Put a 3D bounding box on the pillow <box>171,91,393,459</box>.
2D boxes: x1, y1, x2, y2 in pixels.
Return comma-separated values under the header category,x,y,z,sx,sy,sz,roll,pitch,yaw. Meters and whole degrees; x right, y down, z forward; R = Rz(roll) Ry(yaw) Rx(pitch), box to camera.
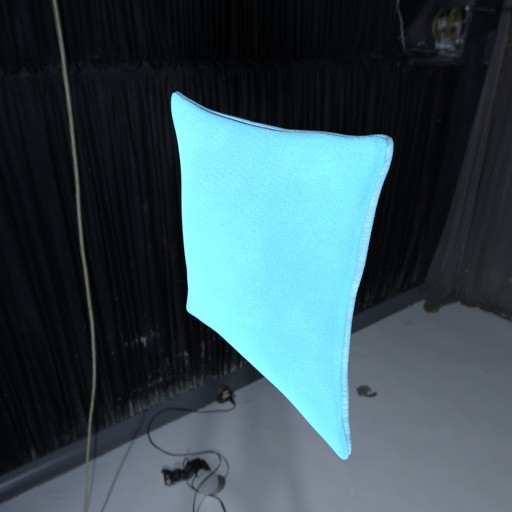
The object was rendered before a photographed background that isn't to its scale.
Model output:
category,x,y,z,sx,sy,sz,roll,pitch,yaw
pillow,0.000,0.000,0.644,0.151,0.415,0.433,-18,32,-32
